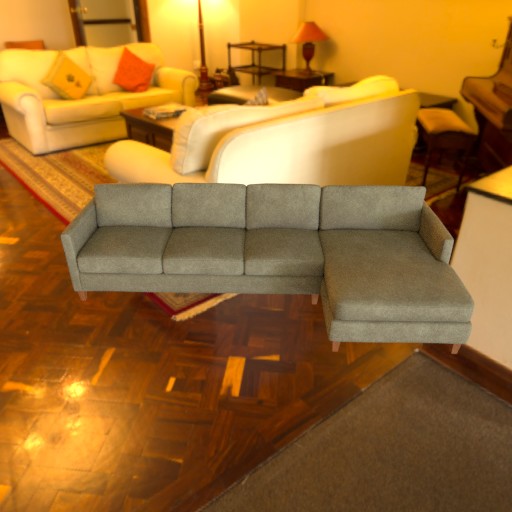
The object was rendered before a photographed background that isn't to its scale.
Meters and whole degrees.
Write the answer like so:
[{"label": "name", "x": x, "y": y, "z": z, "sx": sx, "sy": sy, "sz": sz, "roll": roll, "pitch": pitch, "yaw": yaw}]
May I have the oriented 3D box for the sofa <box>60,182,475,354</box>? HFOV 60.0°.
[{"label": "sofa", "x": 0.000, "y": 0.000, "z": 4.076, "sx": 3.471, "sy": 0.950, "sz": 1.604, "roll": 1, "pitch": 30, "yaw": 1}]
